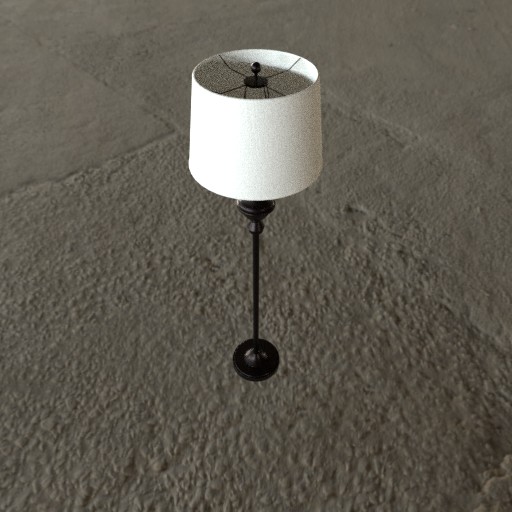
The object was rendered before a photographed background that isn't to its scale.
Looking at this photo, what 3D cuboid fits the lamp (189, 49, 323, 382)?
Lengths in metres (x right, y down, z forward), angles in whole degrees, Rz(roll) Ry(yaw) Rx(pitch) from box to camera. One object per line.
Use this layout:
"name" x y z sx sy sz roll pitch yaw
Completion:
"lamp" 0.000 0.000 1.733 0.431 1.484 0.431 0 44 0
